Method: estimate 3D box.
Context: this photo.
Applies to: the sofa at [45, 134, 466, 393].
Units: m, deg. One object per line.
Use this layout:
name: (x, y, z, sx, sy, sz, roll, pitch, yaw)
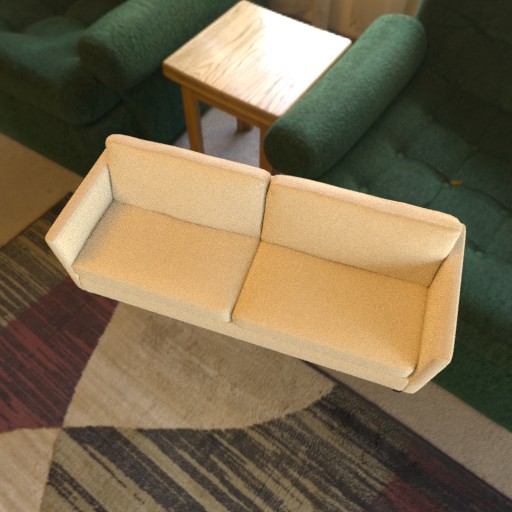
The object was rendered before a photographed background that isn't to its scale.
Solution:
sofa: (0.000, 0.000, 2.917, 2.434, 0.965, 0.948, 16, 60, 10)
